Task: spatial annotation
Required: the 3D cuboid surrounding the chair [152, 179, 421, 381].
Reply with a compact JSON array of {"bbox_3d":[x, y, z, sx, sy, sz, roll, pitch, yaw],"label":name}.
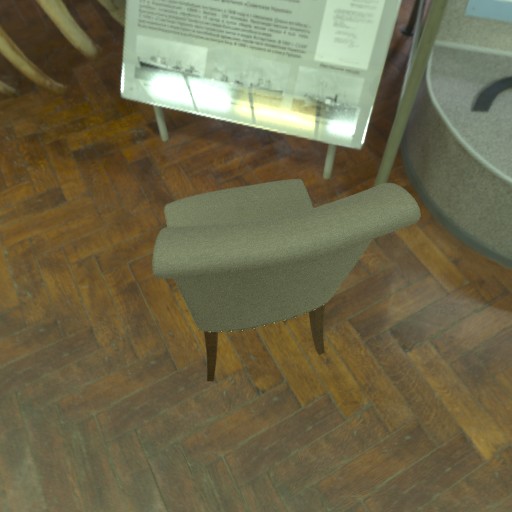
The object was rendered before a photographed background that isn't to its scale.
[{"bbox_3d":[0.000,0.000,1.345,0.513,0.988,0.608,-12,59,-8],"label":"chair"}]
